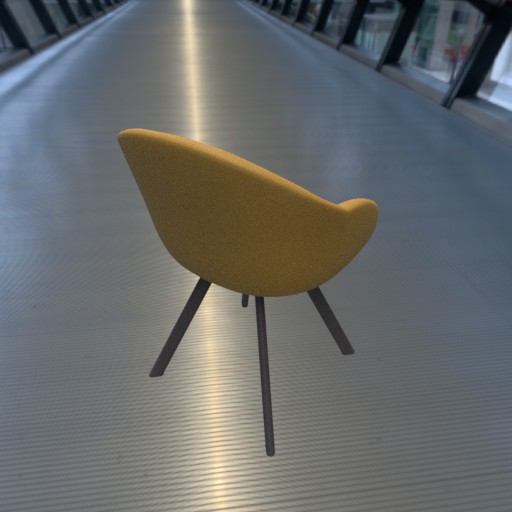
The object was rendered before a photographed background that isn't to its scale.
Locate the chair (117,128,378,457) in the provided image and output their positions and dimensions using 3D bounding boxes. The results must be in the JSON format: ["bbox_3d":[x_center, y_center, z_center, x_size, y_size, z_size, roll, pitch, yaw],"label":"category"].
[{"bbox_3d":[0.000,0.000,1.203,0.551,0.793,0.583,21,38,31],"label":"chair"}]
